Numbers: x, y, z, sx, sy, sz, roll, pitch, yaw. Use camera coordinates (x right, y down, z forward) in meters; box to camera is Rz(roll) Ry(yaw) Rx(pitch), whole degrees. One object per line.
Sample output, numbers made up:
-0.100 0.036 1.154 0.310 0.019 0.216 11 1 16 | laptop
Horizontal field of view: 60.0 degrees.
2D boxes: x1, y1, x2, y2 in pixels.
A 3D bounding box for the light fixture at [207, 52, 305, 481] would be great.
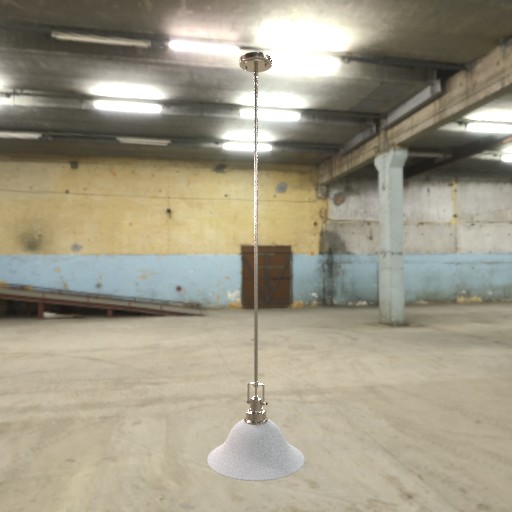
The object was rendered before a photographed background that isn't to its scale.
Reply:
0.000 0.000 1.505 0.324 1.354 0.324 -1 -2 17 | light fixture
